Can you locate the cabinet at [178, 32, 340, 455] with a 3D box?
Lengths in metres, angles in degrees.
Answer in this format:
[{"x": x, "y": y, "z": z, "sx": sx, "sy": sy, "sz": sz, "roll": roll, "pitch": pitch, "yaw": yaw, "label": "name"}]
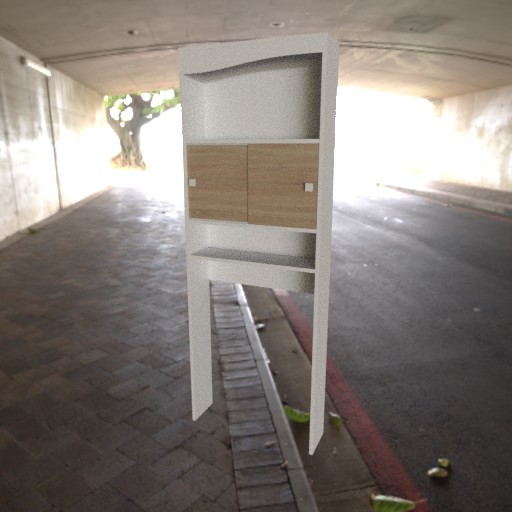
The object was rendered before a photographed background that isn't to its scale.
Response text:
[{"x": 0.000, "y": 0.000, "z": 2.015, "sx": 0.643, "sy": 1.770, "sz": 0.192, "roll": 6, "pitch": 15, "yaw": 24, "label": "cabinet"}]
